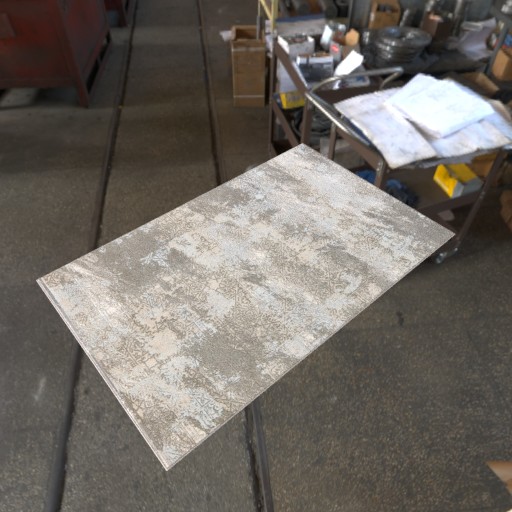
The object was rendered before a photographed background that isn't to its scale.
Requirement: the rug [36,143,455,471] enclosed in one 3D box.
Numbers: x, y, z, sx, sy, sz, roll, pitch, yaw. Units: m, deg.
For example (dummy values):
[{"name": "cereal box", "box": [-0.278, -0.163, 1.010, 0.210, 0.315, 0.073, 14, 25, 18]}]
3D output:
[{"name": "rug", "box": [0.000, 0.000, 3.014, 2.431, 0.012, 1.536, -32, 55, -27]}]
